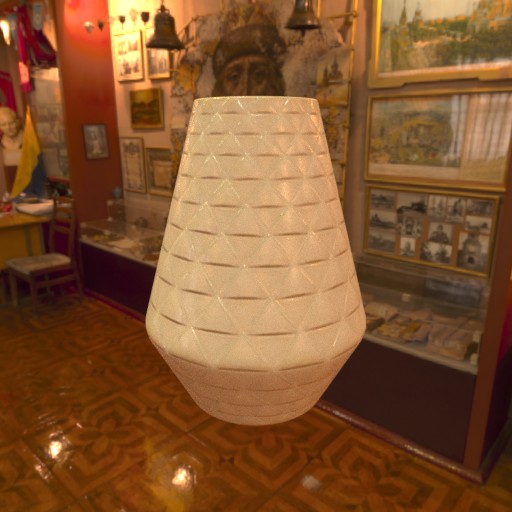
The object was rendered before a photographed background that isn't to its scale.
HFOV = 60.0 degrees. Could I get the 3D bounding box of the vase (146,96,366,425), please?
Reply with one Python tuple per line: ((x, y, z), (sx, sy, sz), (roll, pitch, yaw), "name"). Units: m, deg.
((0.000, 0.000, 0.348), (0.175, 0.230, 0.175), (0, 16, 0), "vase")
